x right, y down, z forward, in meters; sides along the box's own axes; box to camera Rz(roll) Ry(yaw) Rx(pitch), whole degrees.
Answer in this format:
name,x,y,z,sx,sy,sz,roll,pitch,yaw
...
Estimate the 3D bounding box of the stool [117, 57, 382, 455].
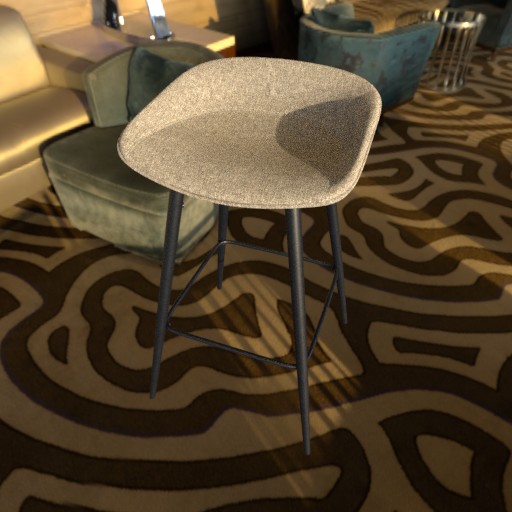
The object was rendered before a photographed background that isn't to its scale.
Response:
name,x,y,z,sx,sy,sz,roll,pitch,yaw
stool,0.000,0.000,1.095,0.469,0.814,0.480,14,43,15
